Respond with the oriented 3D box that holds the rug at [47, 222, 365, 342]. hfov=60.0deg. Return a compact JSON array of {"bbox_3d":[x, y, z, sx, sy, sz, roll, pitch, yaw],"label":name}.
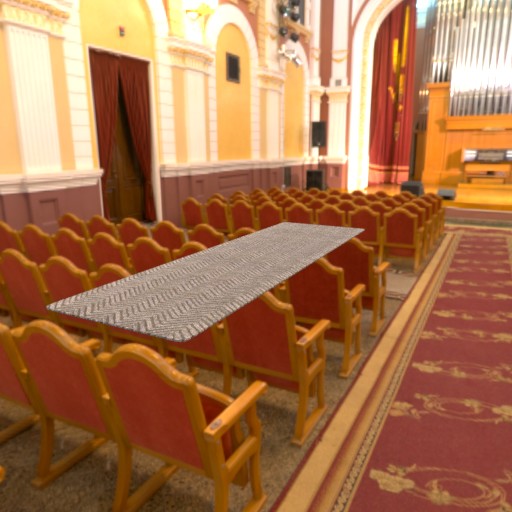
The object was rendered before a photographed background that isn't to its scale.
[{"bbox_3d":[0.000,0.000,2.569,0.686,0.008,2.286,7,16,27],"label":"rug"}]
